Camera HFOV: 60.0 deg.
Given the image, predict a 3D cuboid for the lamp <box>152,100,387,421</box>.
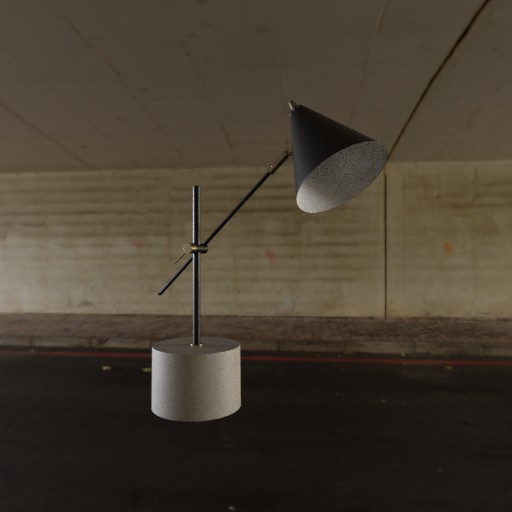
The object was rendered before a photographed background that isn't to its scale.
[{"bbox_3d":[0.000,0.000,0.727,0.403,0.518,0.214,0,0,38],"label":"lamp"}]
